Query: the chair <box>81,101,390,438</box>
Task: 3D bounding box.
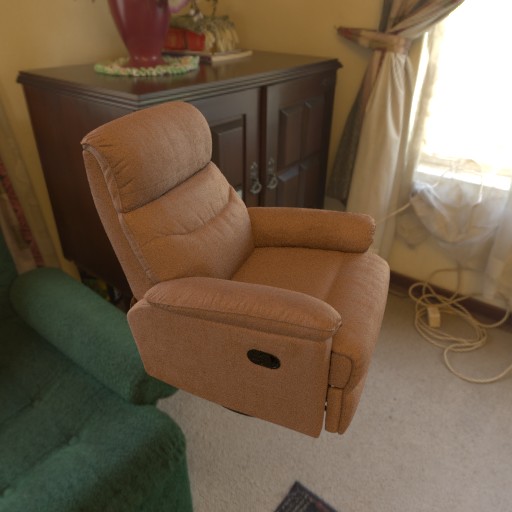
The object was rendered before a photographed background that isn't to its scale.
[{"bbox_3d":[0.000,0.000,1.714,1.004,1.037,0.820,11,32,19],"label":"chair"}]
